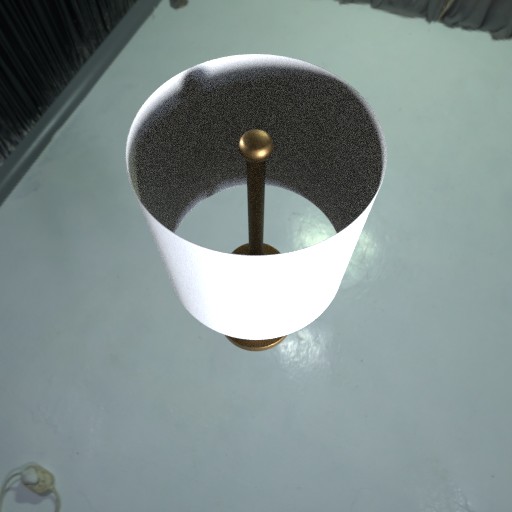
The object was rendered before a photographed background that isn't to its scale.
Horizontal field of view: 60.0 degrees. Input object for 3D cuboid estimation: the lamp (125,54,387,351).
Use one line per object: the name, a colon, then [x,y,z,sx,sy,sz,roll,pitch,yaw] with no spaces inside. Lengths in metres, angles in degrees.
lamp: [0.000,0.000,0.536,0.210,0.410,0.210,15,63,7]
